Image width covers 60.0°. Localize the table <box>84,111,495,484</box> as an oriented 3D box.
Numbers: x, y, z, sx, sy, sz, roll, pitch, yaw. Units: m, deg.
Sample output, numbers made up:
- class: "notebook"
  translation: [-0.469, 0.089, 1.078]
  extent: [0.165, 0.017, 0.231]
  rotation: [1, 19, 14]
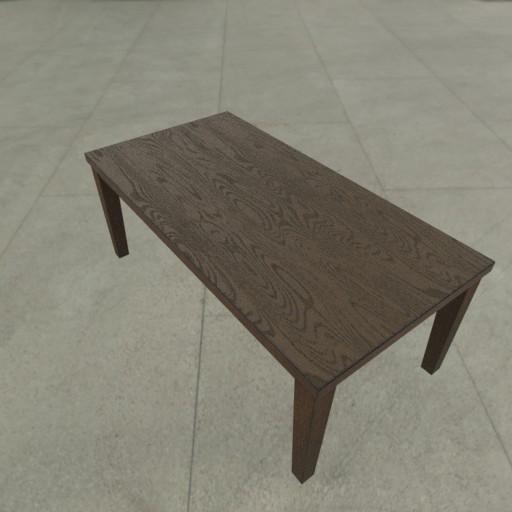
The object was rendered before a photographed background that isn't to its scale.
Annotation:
- class: "table"
  translation: [0.000, 0.000, 2.465]
  extent: [1.016, 0.762, 1.981]
  rotation: [-26, 47, -27]
